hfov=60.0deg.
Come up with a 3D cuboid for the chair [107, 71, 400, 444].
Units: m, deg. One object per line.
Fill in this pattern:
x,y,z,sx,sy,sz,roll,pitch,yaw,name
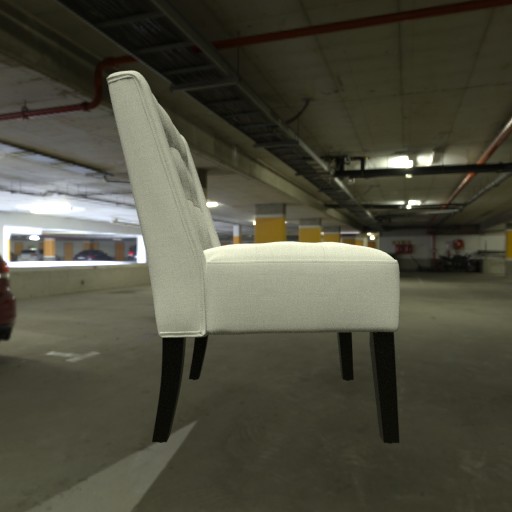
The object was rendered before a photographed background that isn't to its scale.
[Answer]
0.000,0.000,1.268,0.676,0.853,0.569,0,0,1,chair
